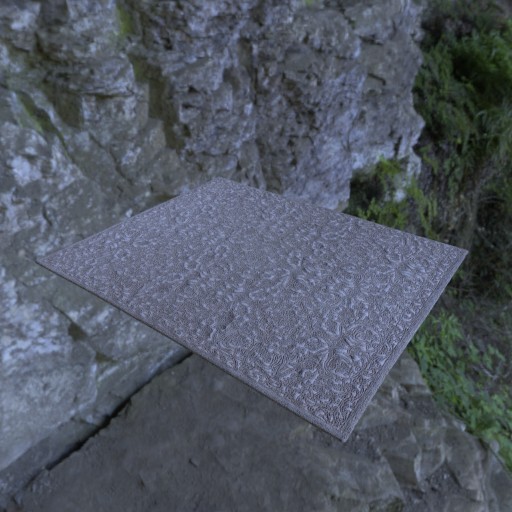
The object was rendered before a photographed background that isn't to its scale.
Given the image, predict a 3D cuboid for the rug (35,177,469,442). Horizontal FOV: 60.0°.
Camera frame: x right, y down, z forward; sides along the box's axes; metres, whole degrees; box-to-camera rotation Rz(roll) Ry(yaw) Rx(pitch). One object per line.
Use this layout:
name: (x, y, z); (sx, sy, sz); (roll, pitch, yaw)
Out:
rug: (0.000, 0.000, 3.971); (3.017, 0.035, 2.472); (21, 38, 30)
